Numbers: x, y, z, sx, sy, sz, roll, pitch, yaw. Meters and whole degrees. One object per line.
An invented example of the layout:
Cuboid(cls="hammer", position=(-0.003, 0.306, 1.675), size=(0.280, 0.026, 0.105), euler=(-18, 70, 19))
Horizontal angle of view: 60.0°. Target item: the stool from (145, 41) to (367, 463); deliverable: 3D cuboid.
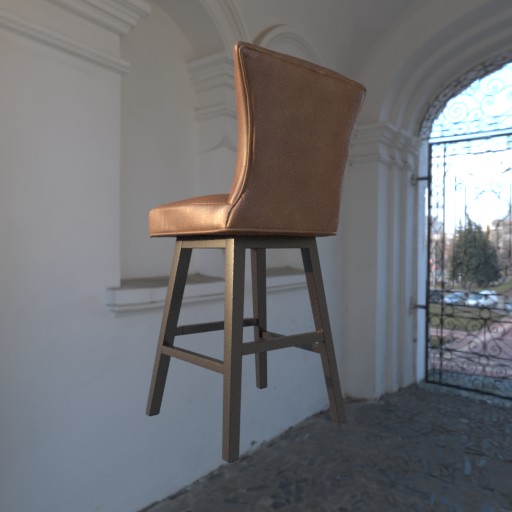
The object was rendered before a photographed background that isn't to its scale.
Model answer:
Cuboid(cls="stool", position=(0.000, 0.000, 1.455), size=(0.522, 1.094, 0.585), euler=(-1, 1, -38))
